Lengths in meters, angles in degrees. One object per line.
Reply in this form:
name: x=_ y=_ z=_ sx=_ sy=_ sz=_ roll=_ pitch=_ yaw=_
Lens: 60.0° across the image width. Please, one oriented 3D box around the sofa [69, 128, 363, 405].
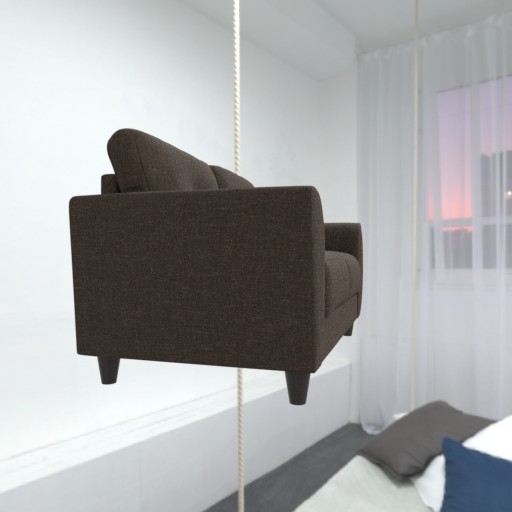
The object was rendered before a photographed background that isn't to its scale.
sofa: x=0.000 y=0.000 z=2.006 sx=0.851 sy=0.885 sz=1.423 roll=0 pitch=0 yaw=18
